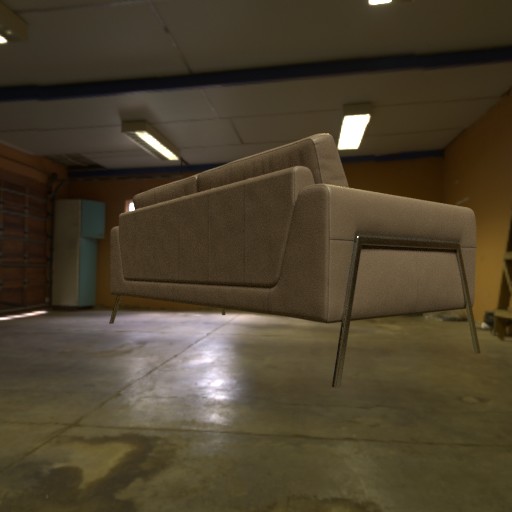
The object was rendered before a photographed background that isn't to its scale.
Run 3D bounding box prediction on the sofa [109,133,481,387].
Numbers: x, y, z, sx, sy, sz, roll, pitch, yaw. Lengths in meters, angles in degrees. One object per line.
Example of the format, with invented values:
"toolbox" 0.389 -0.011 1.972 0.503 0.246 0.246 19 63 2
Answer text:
"sofa" 0.000 0.000 2.460 0.953 0.875 2.017 1 -2 -37
